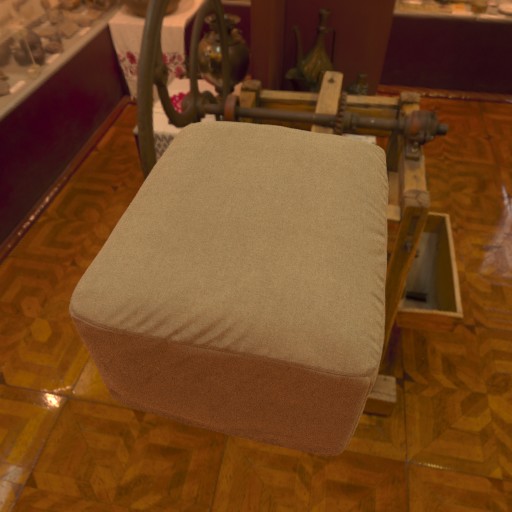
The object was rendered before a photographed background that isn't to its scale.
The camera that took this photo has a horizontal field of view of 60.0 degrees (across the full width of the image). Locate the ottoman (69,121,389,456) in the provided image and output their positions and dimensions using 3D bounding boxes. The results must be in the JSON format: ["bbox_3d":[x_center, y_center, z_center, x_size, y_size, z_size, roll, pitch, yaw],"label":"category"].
[{"bbox_3d":[0.000,0.000,1.251,0.683,0.481,0.837,9,48,9],"label":"ottoman"}]
